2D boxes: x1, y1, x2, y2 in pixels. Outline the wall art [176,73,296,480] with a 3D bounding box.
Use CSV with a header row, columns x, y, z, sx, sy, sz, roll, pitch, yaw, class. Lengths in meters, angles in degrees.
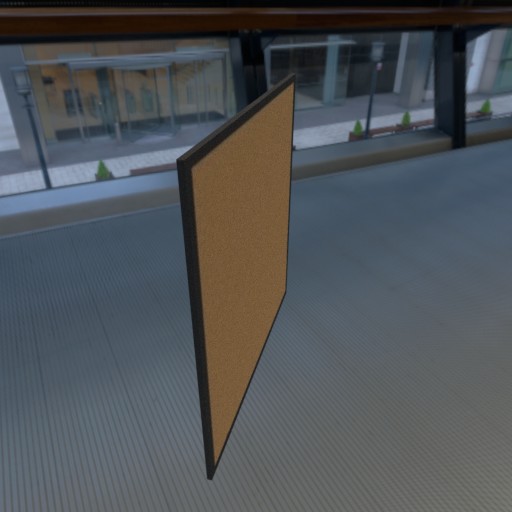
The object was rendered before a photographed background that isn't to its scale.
x,y,z,sx,sy,sz,roll,pitch,yaw,class
0.000,0.000,1.227,0.013,0.823,0.823,9,32,14,wall art
